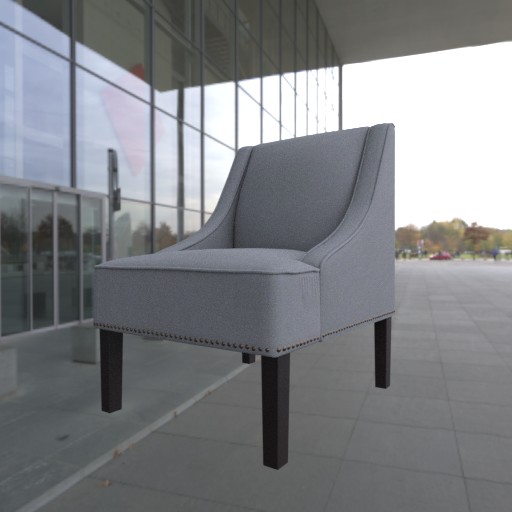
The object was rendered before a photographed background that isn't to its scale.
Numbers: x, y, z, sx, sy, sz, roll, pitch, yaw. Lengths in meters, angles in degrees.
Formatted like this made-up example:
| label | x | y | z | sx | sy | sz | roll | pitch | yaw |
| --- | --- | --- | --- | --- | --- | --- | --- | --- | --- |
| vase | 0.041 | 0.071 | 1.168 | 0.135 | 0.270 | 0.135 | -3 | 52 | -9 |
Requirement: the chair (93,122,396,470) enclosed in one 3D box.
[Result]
| label | x | y | z | sx | sy | sz | roll | pitch | yaw |
| --- | --- | --- | --- | --- | --- | --- | --- | --- | --- |
| chair | 0.000 | 0.000 | 1.349 | 0.631 | 0.867 | 0.747 | 0 | 1 | 35 |
